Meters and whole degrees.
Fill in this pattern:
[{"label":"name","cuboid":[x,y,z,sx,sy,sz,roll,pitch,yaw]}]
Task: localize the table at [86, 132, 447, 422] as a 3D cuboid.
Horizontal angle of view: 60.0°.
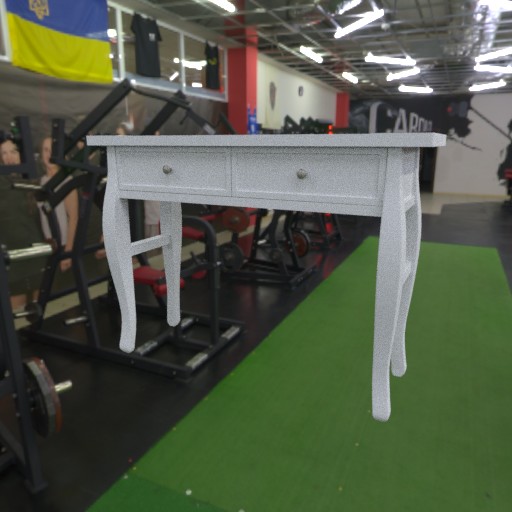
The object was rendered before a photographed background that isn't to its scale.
[{"label":"table","cuboid":[0.000,0.000,1.462,1.062,0.768,0.373,7,16,26]}]
